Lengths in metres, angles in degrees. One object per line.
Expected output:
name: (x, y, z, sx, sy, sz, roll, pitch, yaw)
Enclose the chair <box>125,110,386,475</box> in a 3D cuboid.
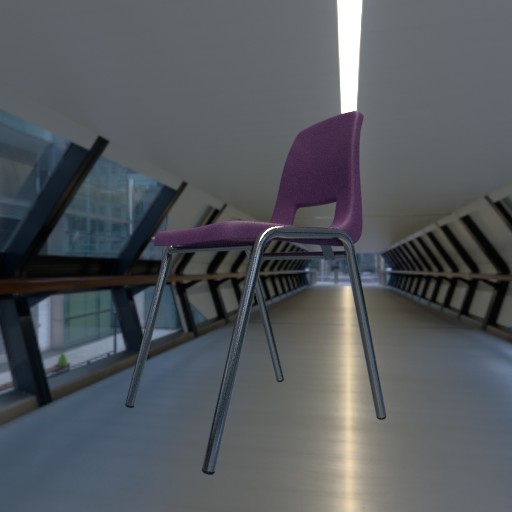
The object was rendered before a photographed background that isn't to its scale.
chair: (0.000, 0.000, 0.926, 0.432, 0.654, 0.381, 1, -1, -34)
